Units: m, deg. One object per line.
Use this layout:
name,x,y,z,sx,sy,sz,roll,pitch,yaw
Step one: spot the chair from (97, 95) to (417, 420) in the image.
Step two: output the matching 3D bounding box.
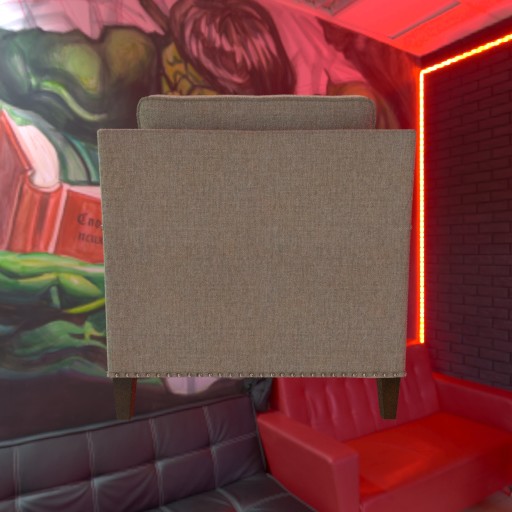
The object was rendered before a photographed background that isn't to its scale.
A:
chair,0.000,0.000,1.662,0.853,0.943,1.014,0,0,0
